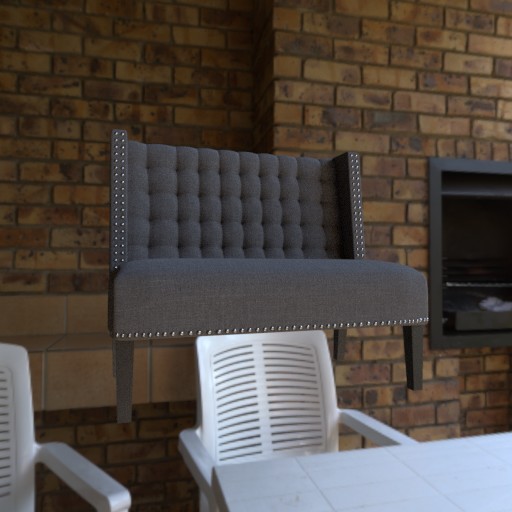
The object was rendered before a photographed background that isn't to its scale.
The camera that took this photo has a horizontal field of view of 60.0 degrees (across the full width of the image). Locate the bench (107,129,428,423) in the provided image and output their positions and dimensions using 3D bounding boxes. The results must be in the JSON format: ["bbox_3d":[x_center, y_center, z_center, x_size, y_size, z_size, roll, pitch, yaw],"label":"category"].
[{"bbox_3d":[0.000,0.000,2.006,1.276,1.121,0.842,0,-1,-19],"label":"bench"}]
